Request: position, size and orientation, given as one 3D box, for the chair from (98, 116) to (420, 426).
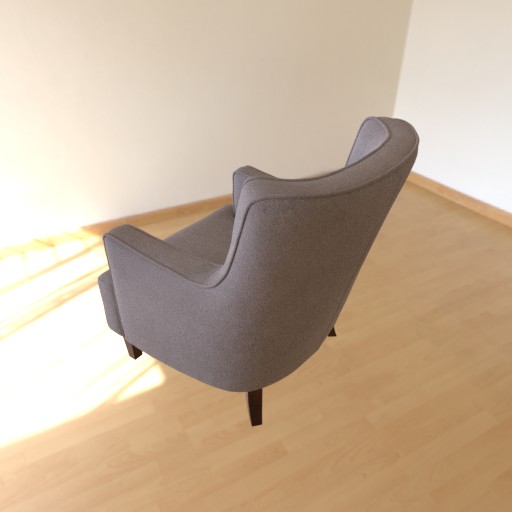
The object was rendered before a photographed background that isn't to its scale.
[{"bbox_3d":[0.000,0.000,1.570,0.910,0.919,0.781,21,38,30],"label":"chair"}]
